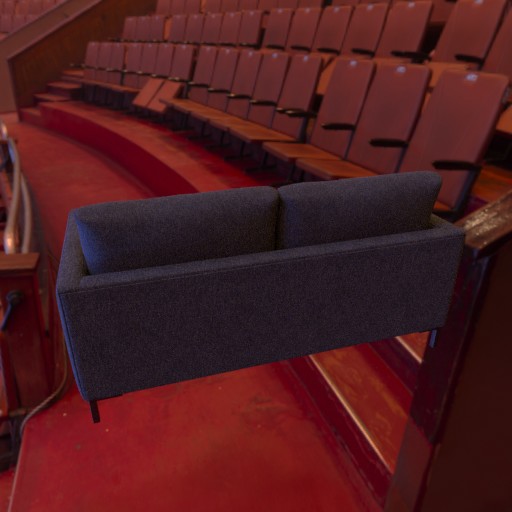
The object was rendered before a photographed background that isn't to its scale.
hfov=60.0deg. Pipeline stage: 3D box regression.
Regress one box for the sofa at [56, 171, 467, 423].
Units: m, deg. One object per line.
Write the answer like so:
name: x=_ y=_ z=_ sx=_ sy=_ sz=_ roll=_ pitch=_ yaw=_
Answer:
sofa: x=0.000 y=0.000 z=2.165 sx=1.716 sy=0.862 sz=0.866 roll=-8 pitch=27 yaw=-16
